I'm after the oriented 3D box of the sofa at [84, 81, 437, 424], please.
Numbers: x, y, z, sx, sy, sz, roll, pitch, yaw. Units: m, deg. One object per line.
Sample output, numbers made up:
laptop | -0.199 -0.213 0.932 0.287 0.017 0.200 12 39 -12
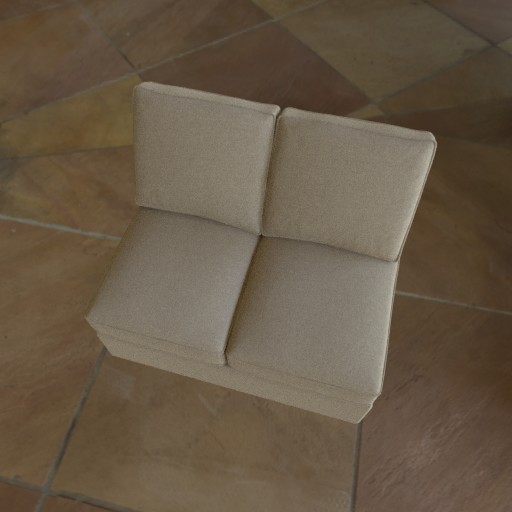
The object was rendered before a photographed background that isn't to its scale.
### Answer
sofa | 0.000 0.000 1.929 1.237 1.008 0.951 13 58 8
